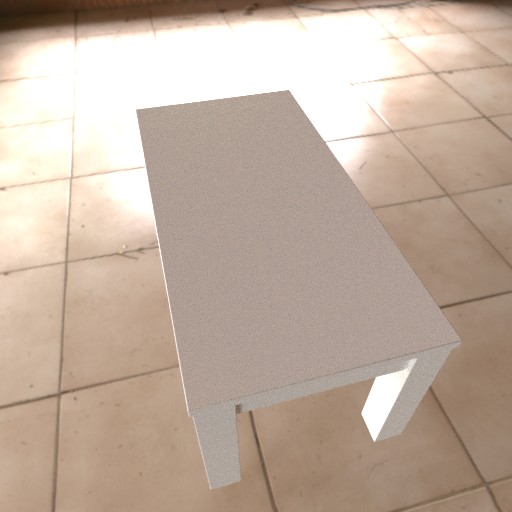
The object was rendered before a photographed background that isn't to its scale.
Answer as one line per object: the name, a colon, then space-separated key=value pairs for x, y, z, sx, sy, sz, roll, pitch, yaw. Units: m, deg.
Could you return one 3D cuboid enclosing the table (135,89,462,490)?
table: x=0.000 y=0.000 z=2.239 sx=0.900 sy=0.790 sz=1.800 roll=-11 pitch=48 yaw=-10
